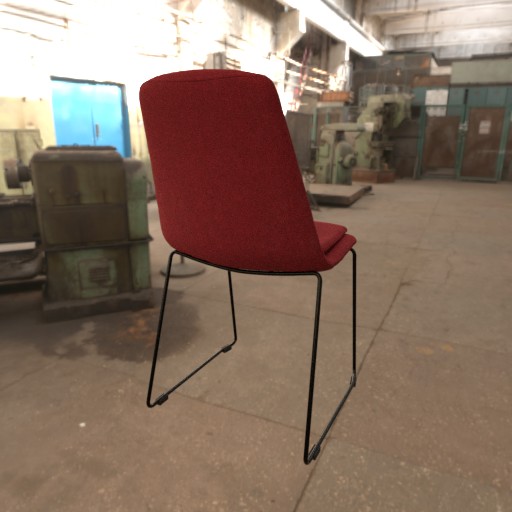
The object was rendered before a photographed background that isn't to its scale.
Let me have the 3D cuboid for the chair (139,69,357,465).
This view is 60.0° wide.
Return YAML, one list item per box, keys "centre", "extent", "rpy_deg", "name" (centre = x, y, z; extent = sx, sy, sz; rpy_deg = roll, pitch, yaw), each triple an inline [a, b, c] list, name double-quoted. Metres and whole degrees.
- centre: [0.000, 0.000, 1.164]
  extent: [0.479, 0.858, 0.518]
  rpy_deg: [8, 18, 27]
  name: "chair"
